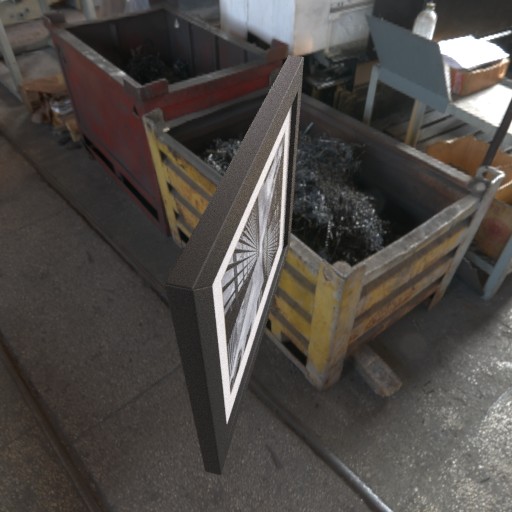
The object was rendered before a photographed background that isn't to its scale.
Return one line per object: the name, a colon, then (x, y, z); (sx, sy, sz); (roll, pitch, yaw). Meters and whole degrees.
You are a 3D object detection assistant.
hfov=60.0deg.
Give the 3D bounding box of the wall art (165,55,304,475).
wall art: (0.000, 0.000, 0.747); (0.031, 0.457, 0.558); (10, 46, 10)
